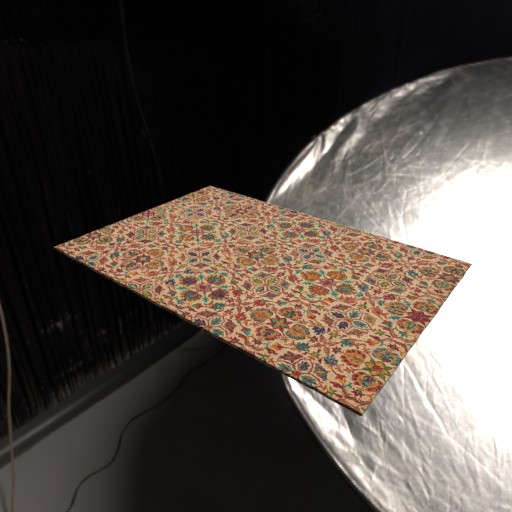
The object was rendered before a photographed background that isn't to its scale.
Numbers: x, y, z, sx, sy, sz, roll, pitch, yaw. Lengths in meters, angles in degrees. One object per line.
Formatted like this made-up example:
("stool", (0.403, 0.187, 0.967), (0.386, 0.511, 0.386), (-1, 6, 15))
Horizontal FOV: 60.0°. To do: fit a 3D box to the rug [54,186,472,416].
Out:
("rug", (0.000, 0.000, 2.913), (2.297, 0.018, 1.541), (21, 35, 33))
